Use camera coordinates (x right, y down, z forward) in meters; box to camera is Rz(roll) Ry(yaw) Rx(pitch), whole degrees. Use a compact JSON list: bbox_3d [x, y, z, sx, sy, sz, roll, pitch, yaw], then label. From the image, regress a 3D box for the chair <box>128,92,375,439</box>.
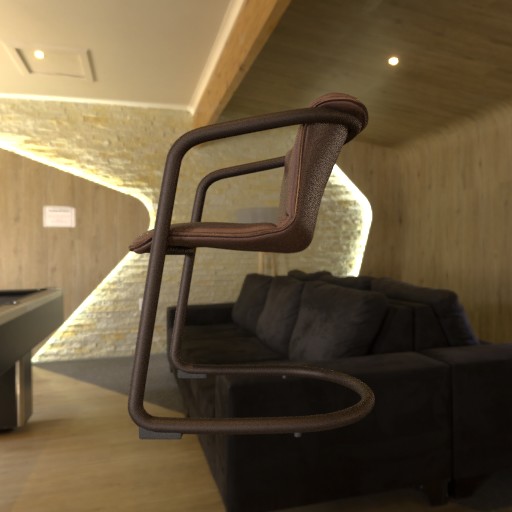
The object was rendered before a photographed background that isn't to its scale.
[{"bbox_3d":[0.000,0.000,1.273,0.664,0.836,0.536,0,0,0],"label":"chair"}]
